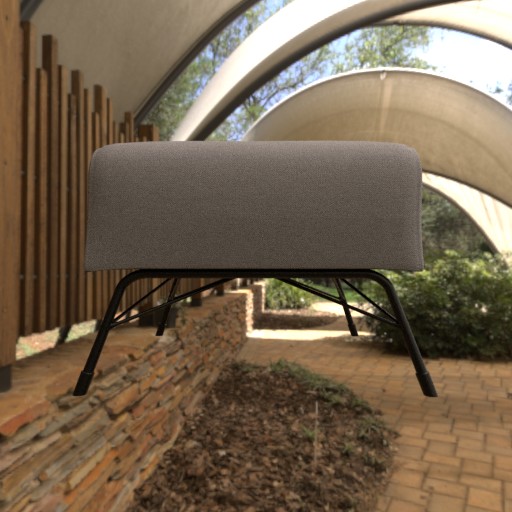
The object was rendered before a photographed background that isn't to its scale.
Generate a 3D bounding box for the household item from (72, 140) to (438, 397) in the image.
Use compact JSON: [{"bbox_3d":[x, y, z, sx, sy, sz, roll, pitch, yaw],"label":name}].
[{"bbox_3d":[0.000,0.000,0.902,0.530,0.410,0.530,0,-1,0],"label":"household item"}]
